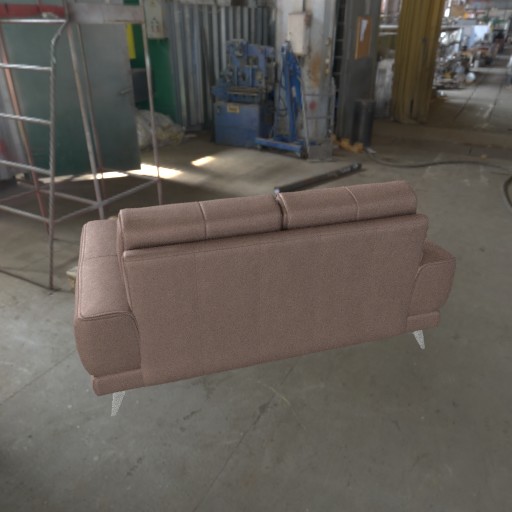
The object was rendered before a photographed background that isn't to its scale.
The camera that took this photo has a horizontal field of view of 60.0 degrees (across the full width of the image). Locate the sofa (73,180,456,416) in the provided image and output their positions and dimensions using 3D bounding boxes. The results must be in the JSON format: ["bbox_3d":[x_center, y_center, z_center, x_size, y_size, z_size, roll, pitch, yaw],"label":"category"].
[{"bbox_3d":[0.000,0.000,2.382,1.806,0.907,1.018,-8,29,-15],"label":"sofa"}]
